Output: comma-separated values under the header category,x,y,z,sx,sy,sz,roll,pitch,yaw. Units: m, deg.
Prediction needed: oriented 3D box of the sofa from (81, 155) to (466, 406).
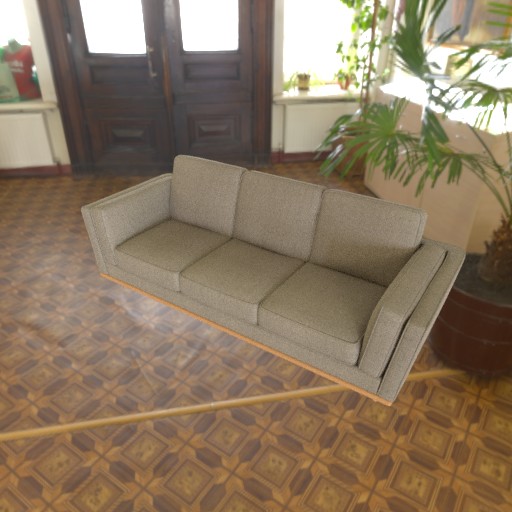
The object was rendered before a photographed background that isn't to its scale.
category,x,y,z,sx,sy,sz,roll,pitch,yaw
sofa,0.000,0.000,2.910,2.362,0.899,0.903,19,35,29
